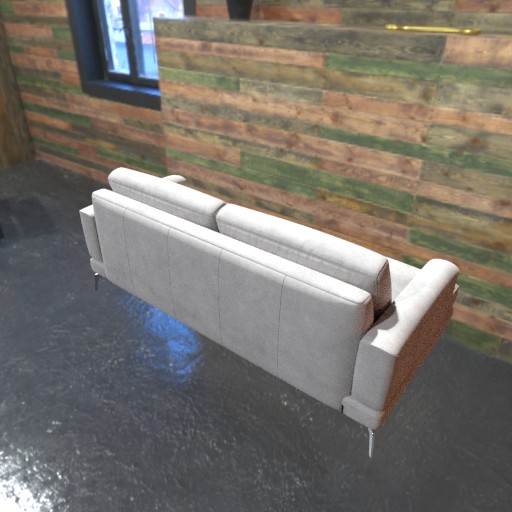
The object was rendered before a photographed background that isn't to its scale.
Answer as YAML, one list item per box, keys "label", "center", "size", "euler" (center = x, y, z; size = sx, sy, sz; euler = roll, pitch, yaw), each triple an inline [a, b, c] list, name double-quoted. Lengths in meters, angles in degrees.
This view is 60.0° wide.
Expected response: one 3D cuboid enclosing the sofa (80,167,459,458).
- label: "sofa"
  center: [0.000, 0.000, 2.508]
  size: [2.013, 0.830, 0.980]
  euler: [22, 37, 32]
